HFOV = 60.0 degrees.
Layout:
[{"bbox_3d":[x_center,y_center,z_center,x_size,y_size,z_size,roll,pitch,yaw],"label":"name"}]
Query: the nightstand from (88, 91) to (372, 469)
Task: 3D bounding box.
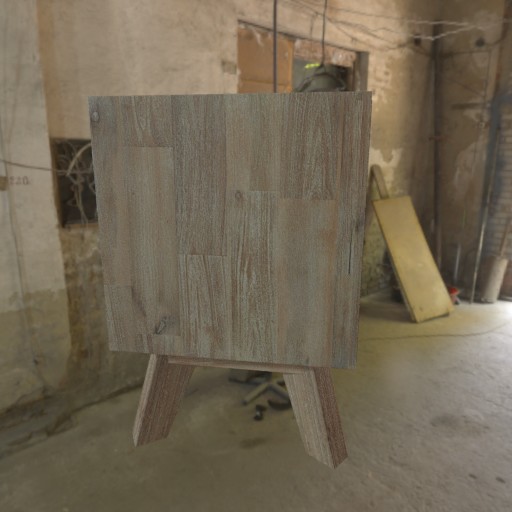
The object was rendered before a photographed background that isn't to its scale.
[{"bbox_3d":[0.000,0.000,0.936,0.396,0.589,0.552,2,14,9],"label":"nightstand"}]
